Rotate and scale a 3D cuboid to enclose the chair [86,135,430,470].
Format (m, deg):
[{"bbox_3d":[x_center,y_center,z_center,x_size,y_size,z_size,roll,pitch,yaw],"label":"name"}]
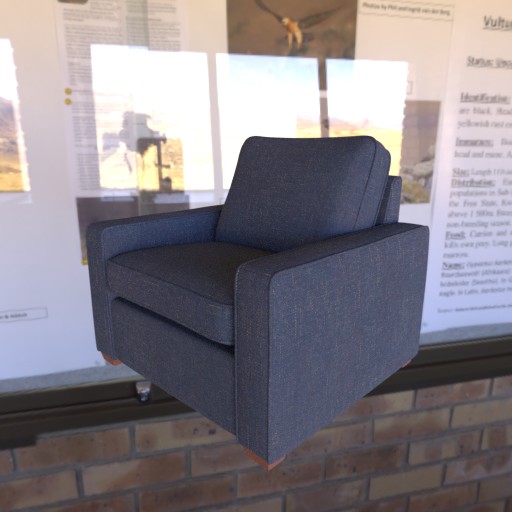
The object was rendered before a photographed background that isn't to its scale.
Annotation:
[{"bbox_3d":[0.000,0.000,1.741,1.017,0.919,0.940,14,20,42],"label":"chair"}]
